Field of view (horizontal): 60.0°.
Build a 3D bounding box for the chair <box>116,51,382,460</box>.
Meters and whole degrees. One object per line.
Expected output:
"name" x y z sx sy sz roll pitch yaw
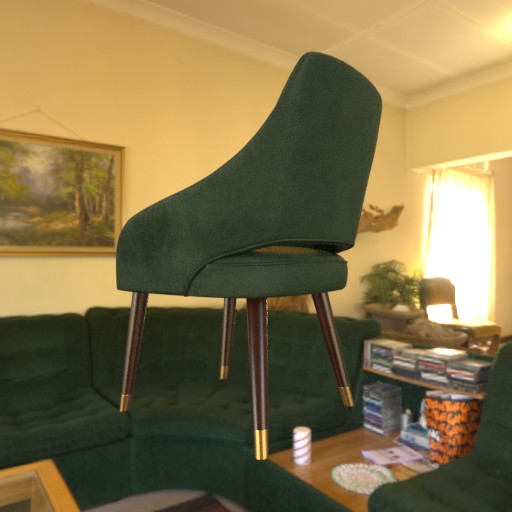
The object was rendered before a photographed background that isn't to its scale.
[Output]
"chair" 0.000 0.000 1.536 0.794 1.081 0.683 0 -1 37
